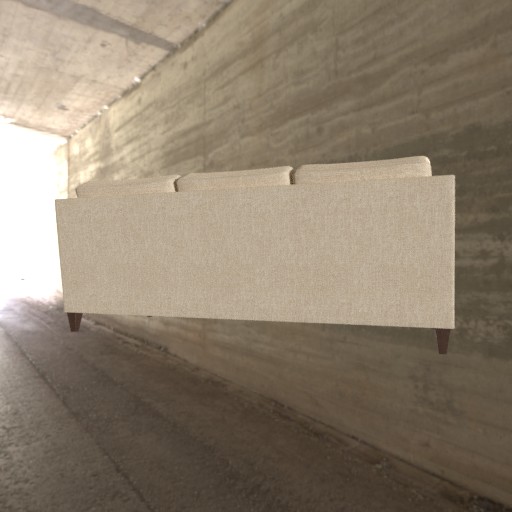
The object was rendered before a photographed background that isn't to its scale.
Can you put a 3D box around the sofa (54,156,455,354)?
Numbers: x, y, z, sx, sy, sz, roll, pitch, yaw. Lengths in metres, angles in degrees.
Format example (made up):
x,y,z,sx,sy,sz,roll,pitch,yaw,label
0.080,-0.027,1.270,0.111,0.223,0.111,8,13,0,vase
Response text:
x,y,z,sx,sy,sz,roll,pitch,yaw,label
0.000,0.000,2.783,2.210,0.940,1.041,0,-1,19,sofa
